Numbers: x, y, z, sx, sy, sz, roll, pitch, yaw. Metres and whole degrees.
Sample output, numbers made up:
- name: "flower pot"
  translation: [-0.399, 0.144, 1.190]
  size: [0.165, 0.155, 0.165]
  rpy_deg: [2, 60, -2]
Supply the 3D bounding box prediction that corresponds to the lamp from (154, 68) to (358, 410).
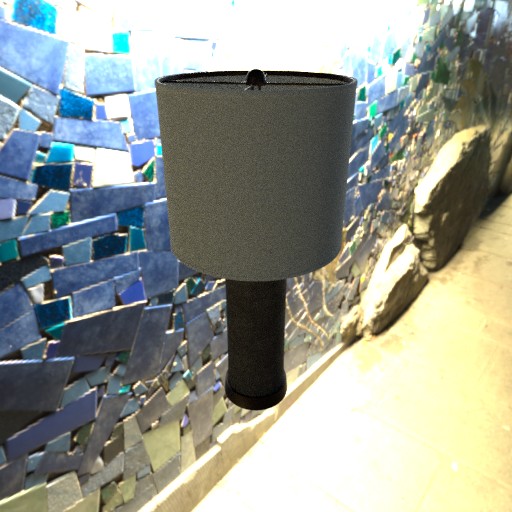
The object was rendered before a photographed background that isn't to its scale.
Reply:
- name: "lamp"
  translation: [0.000, 0.000, 0.806]
  size: [0.301, 0.630, 0.301]
  rpy_deg: [-19, 32, -32]
